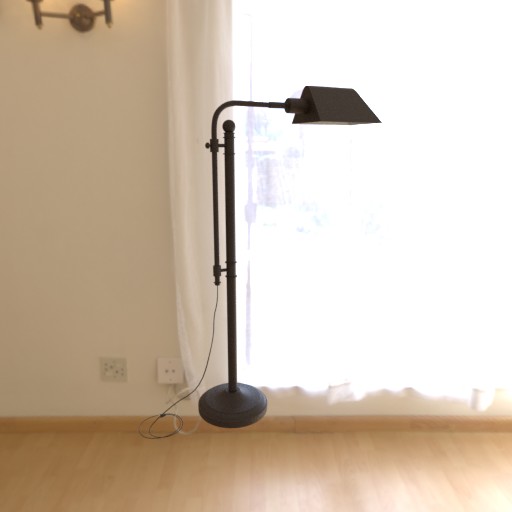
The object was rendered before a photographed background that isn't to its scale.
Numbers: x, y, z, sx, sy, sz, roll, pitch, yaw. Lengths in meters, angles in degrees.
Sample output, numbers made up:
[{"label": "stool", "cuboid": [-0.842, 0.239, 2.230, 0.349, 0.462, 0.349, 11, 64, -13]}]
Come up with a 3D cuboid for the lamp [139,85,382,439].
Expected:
[{"label": "lamp", "cuboid": [0.000, 0.000, 0.962, 0.545, 0.708, 0.159, -6, 15, -24]}]
